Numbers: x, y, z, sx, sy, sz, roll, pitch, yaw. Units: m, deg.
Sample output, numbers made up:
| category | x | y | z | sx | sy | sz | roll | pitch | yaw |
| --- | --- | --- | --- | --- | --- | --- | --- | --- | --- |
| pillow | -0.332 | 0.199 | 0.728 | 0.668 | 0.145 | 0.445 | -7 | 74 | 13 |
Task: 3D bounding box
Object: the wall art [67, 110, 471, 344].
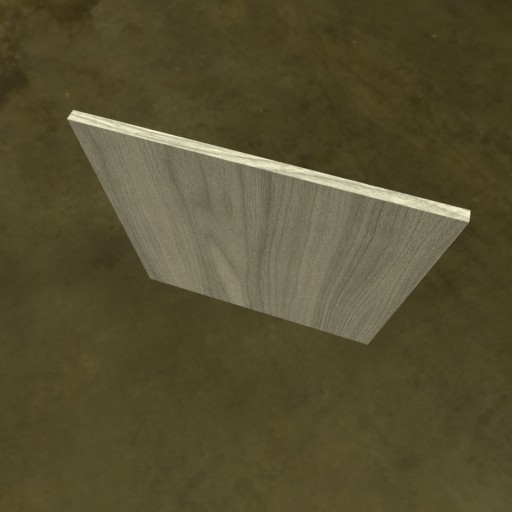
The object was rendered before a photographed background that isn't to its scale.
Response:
| category | x | y | z | sx | sy | sz | roll | pitch | yaw |
| --- | --- | --- | --- | --- | --- | --- | --- | --- | --- |
| wall art | 0.000 | 0.000 | 0.763 | 0.508 | 0.507 | 0.016 | 16 | 64 | 8 |
